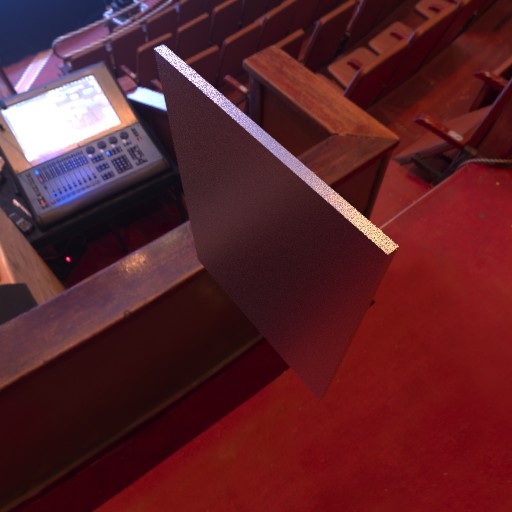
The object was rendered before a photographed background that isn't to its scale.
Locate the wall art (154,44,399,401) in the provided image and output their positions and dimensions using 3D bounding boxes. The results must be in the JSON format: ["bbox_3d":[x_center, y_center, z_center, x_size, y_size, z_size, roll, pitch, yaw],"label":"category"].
[{"bbox_3d":[0.000,0.000,1.433,0.030,1.046,0.816,-34,64,-19],"label":"wall art"}]
